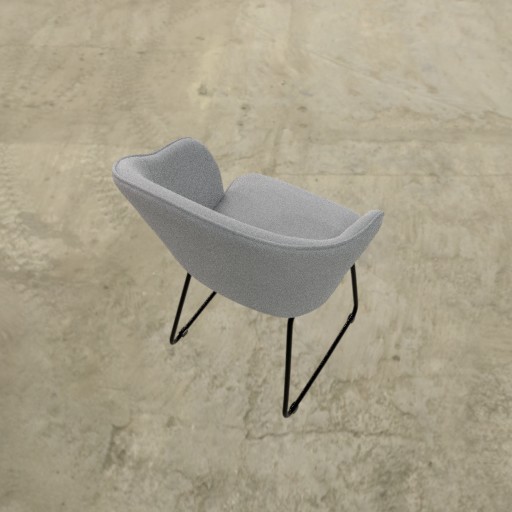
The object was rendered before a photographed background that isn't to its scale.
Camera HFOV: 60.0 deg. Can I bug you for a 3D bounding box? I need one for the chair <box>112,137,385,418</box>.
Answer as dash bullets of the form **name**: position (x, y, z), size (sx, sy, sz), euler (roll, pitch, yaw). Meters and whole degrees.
- **chair**: position (0.000, 0.000, 1.213), size (0.570, 0.817, 0.592), euler (25, 52, 21)
